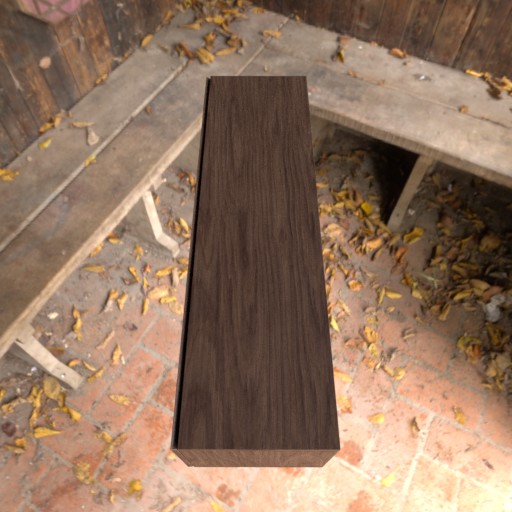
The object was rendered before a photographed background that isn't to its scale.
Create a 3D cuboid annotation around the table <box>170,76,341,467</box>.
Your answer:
[{"bbox_3d":[0.000,0.000,1.635,0.405,0.508,1.397,0,58,0],"label":"table"}]
